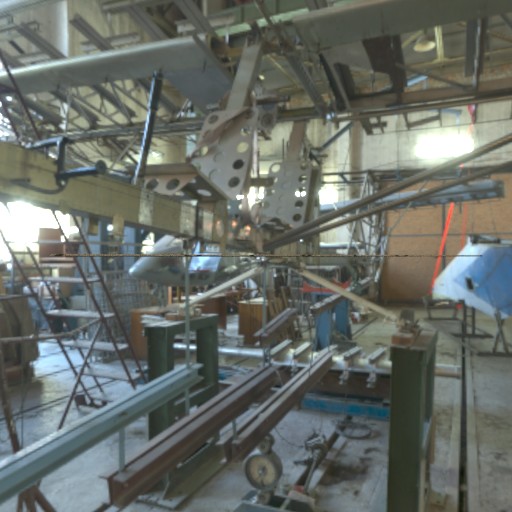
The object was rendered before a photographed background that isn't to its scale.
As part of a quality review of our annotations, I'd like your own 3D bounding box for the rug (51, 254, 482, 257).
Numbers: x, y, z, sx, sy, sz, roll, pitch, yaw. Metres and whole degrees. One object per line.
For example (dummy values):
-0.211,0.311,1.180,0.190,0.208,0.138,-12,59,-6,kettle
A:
0.000,0.000,3.062,2.465,0.008,1.526,0,0,-20,rug
